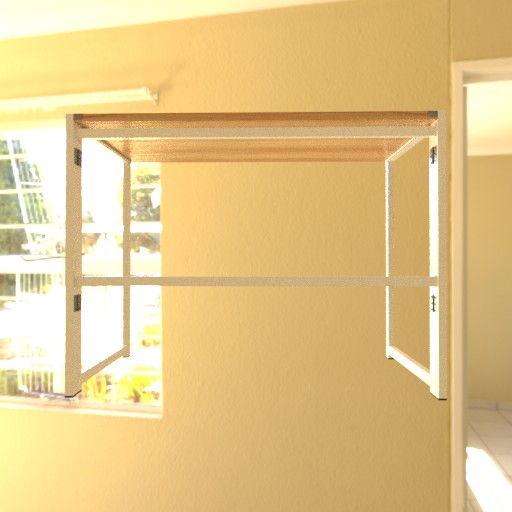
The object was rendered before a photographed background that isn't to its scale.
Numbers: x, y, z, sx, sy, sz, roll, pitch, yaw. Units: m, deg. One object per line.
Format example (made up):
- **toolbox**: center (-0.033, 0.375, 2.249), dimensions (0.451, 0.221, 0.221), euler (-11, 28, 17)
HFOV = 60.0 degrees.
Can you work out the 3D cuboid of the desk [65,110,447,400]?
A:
- **desk**: center (0.000, 0.000, 1.429), dimensions (1.016, 0.762, 0.508), euler (0, 0, 1)
